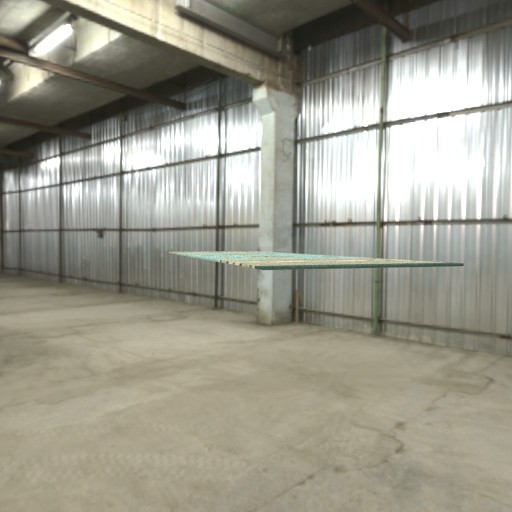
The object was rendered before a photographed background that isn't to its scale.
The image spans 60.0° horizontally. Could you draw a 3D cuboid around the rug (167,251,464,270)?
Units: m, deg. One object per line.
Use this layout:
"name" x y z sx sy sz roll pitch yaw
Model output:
"rug" 0.000 0.000 2.600 0.744 0.010 2.441 -1 2 -18
